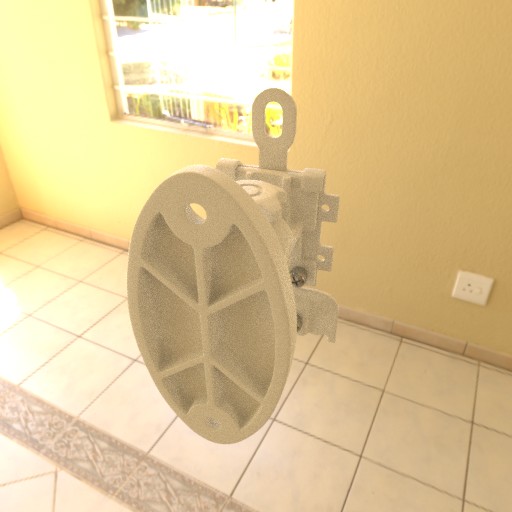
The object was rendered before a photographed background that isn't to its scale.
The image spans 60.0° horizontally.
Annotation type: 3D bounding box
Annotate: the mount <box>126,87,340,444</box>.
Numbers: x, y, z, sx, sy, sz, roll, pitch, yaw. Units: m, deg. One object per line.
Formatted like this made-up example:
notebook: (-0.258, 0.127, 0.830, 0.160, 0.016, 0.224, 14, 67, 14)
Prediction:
mount: (0.000, 0.000, 0.175, 0.066, 0.118, 0.100, 10, 34, 15)
